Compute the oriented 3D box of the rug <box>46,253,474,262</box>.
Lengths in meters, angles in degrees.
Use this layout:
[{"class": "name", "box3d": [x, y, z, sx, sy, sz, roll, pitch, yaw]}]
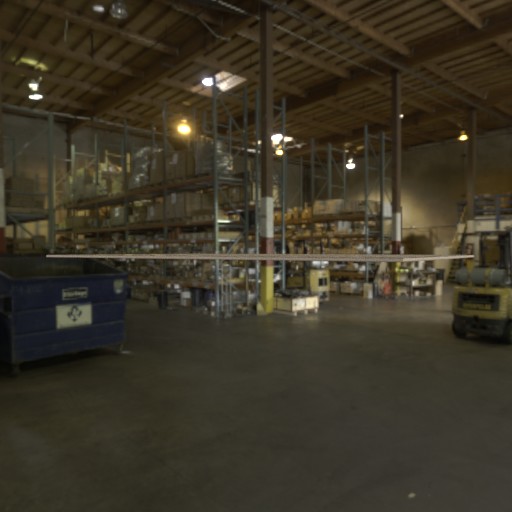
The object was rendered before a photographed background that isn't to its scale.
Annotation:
[{"class": "rug", "box3d": [0.000, 0.000, 2.051, 1.677, 0.011, 1.066, 0, 1, 35]}]
